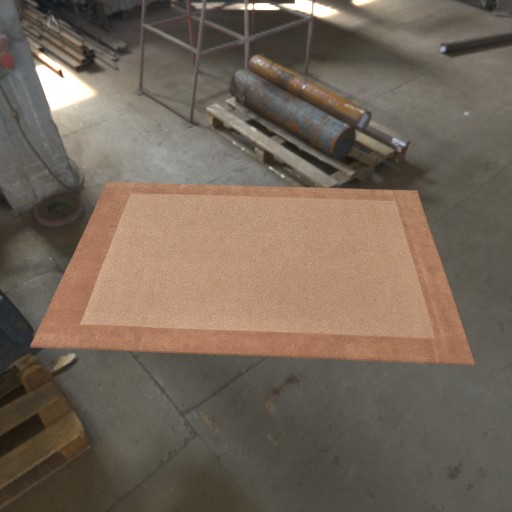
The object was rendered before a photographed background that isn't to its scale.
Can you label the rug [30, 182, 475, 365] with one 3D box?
[{"bbox_3d":[0.000,0.000,2.950,2.438,0.014,1.524,2,46,2],"label":"rug"}]
